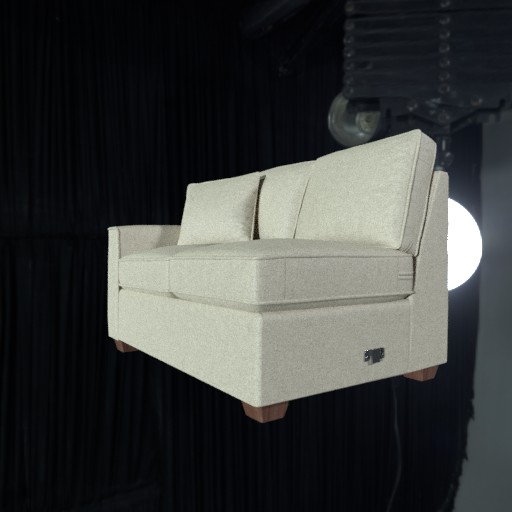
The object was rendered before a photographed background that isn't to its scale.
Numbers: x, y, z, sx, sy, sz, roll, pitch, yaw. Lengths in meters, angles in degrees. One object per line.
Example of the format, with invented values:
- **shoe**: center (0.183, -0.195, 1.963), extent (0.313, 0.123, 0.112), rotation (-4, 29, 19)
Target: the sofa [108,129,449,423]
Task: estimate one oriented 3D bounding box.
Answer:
- **sofa**: center (0.000, 0.000, 2.061), extent (0.991, 0.989, 1.388), rotation (0, 0, -36)
